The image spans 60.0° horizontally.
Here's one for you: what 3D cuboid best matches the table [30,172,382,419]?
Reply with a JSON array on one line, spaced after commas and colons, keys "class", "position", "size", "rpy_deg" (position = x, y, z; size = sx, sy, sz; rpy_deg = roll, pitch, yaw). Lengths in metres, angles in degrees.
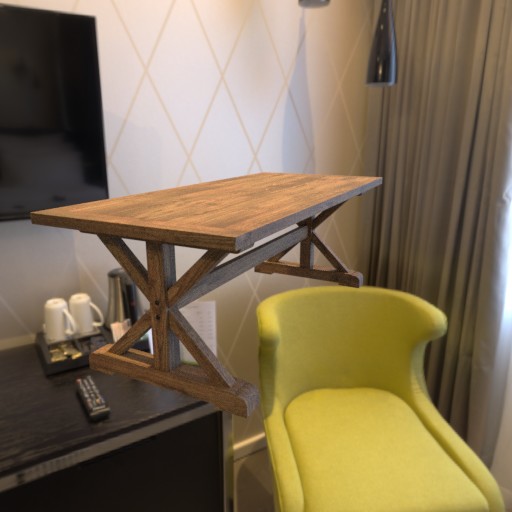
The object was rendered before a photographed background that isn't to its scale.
[{"class": "table", "position": [0.000, 0.000, 2.469], "size": [0.907, 0.733, 2.031], "rpy_deg": [8, 17, 26]}]
